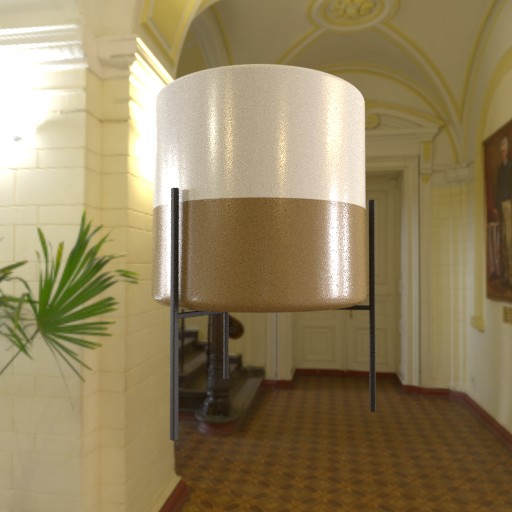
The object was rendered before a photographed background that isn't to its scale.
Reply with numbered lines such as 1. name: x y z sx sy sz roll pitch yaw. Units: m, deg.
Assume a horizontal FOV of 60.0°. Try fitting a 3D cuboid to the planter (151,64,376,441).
1. planter: 0.000 0.000 0.645 0.310 0.432 0.310 1 -1 -36
